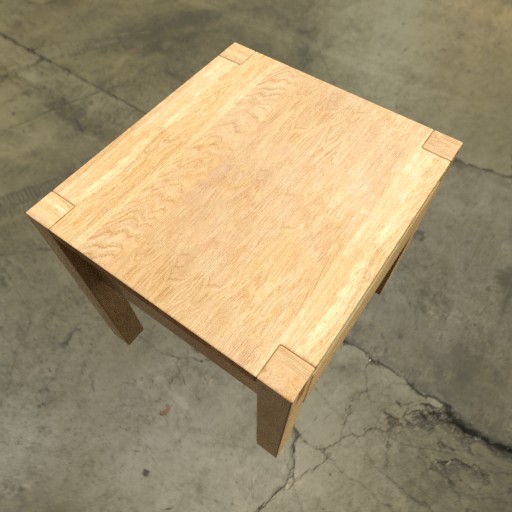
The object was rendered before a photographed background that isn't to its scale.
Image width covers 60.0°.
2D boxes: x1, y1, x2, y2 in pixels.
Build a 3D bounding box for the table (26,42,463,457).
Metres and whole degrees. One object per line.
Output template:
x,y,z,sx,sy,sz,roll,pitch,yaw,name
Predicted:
0.000,0.000,0.836,0.440,0.450,0.480,31,64,18,table
